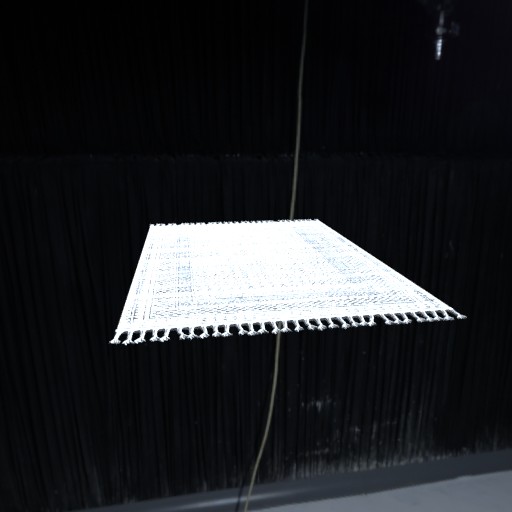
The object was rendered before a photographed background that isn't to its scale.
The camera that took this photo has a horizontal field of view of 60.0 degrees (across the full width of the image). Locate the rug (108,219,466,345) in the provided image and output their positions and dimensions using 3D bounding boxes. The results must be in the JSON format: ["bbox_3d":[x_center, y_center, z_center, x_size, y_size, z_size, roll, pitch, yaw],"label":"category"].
[{"bbox_3d":[0.000,0.000,2.362,1.243,0.013,1.872,-3,16,-9],"label":"rug"}]
